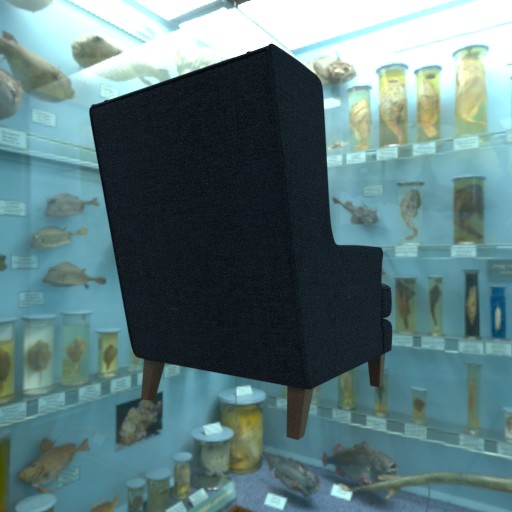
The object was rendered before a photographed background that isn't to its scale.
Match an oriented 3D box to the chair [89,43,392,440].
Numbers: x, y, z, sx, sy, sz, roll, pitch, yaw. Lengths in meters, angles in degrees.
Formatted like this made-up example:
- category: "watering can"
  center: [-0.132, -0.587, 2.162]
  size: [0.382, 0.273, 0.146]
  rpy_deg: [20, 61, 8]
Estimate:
- category: "chair"
  center: [0.000, 0.000, 1.696]
  size: [0.764, 1.072, 0.947]
  rpy_deg: [-1, -1, 35]
